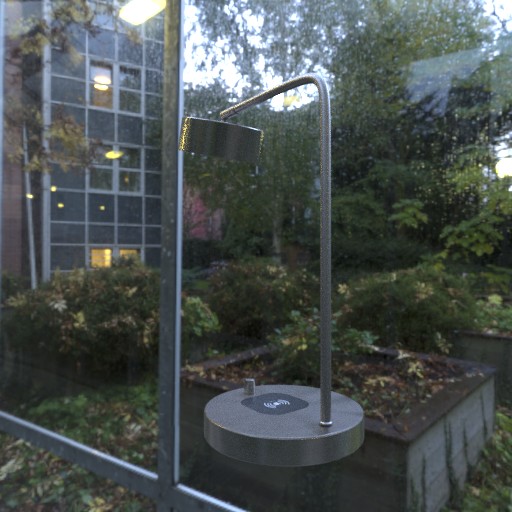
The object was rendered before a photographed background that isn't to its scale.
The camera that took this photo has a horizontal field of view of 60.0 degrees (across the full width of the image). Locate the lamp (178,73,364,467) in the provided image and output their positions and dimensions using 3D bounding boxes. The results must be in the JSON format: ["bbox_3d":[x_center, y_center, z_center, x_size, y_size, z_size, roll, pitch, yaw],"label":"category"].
[{"bbox_3d":[0.000,0.000,0.645,0.211,0.469,0.334,0,-1,-37],"label":"lamp"}]
